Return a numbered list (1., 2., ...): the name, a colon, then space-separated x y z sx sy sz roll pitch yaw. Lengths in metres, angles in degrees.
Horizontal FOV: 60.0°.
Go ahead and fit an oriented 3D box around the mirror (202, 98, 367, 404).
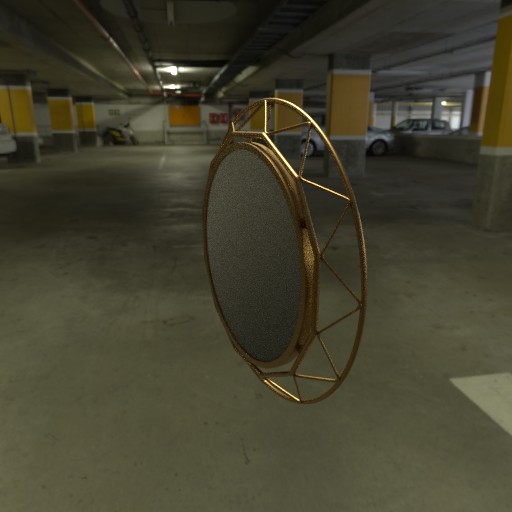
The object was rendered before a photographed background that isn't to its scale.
1. mirror: 0.000 0.000 0.675 0.043 0.454 0.454 -8 18 -26
